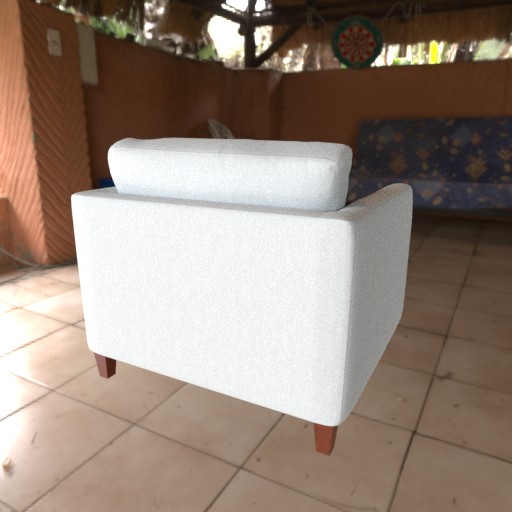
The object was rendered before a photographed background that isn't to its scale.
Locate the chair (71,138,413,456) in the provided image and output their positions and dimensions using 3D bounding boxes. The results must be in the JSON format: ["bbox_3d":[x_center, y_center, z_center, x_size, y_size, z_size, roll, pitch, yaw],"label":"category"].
[{"bbox_3d":[0.000,0.000,1.856,1.107,0.961,0.953,8,18,27],"label":"chair"}]
